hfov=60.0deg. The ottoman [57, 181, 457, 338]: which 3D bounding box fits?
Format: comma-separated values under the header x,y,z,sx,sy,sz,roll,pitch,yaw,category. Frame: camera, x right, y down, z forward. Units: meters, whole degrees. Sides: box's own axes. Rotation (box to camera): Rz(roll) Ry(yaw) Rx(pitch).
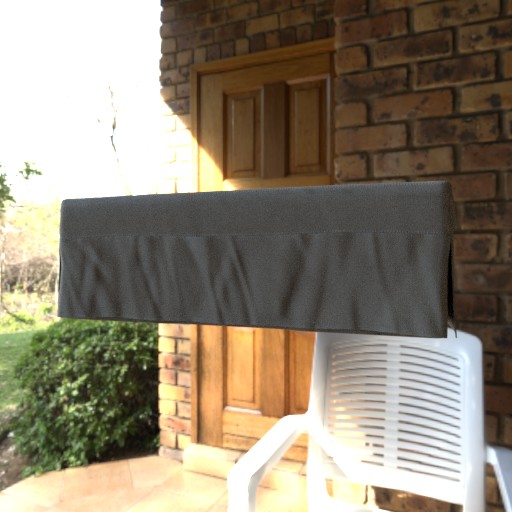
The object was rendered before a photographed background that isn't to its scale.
x,y,z,sx,sy,sz,roll,pitch,yaw,category
0.000,0.000,1.719,1.388,0.457,0.665,0,0,18,ottoman
